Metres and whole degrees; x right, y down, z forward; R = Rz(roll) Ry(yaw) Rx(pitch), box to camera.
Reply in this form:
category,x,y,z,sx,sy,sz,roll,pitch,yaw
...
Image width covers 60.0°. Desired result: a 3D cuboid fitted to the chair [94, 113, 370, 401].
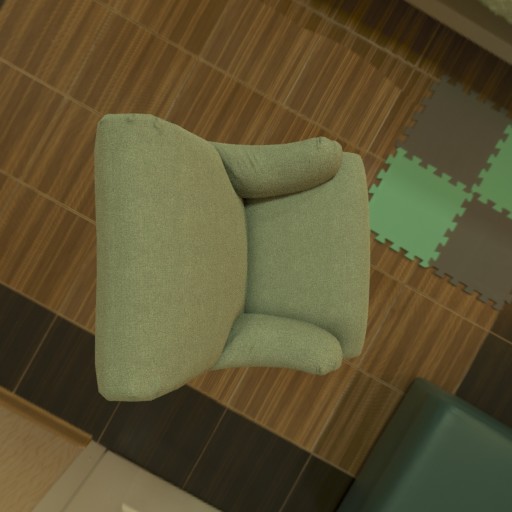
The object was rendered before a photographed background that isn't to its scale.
category,x,y,z,sx,sy,sz,roll,pitch,yaw
chair,0.000,0.000,1.940,1.060,1.178,0.964,0,91,-1
